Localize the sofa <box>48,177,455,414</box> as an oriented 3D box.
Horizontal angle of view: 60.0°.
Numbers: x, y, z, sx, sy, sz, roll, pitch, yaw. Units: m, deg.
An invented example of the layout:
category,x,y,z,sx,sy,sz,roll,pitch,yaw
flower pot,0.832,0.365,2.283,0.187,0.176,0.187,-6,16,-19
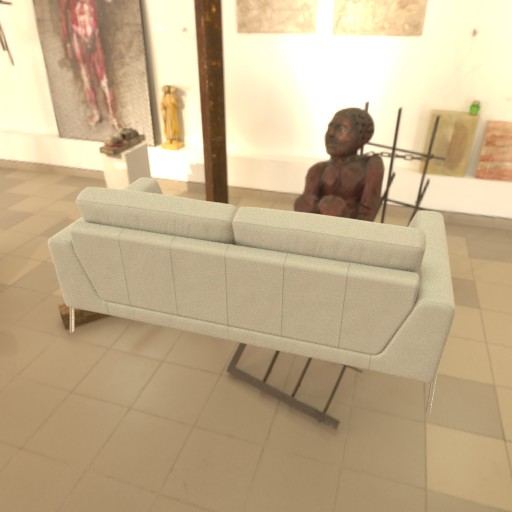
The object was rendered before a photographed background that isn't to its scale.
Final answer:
category,x,y,z,sx,sy,sz,roll,pitch,yaw
sofa,0.000,0.000,2.523,2.017,0.875,0.953,9,32,15
